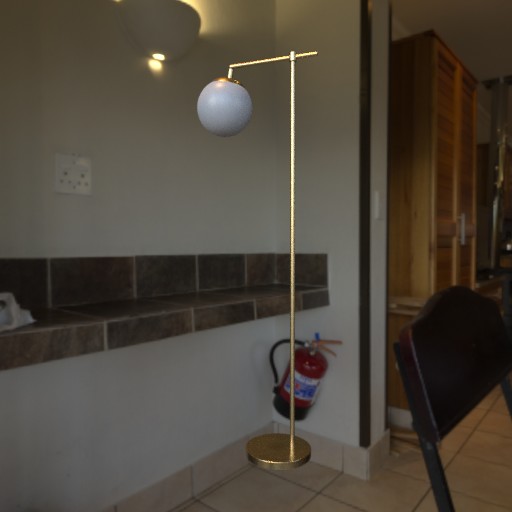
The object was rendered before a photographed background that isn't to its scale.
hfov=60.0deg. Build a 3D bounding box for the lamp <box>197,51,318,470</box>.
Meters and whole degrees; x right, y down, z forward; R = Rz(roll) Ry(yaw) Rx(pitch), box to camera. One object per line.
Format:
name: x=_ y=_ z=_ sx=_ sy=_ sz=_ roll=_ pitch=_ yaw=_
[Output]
lamp: x=0.000 y=0.000 z=1.705 sx=0.476 sy=1.505 sz=0.249 roll=0 pitch=1 yaw=20
